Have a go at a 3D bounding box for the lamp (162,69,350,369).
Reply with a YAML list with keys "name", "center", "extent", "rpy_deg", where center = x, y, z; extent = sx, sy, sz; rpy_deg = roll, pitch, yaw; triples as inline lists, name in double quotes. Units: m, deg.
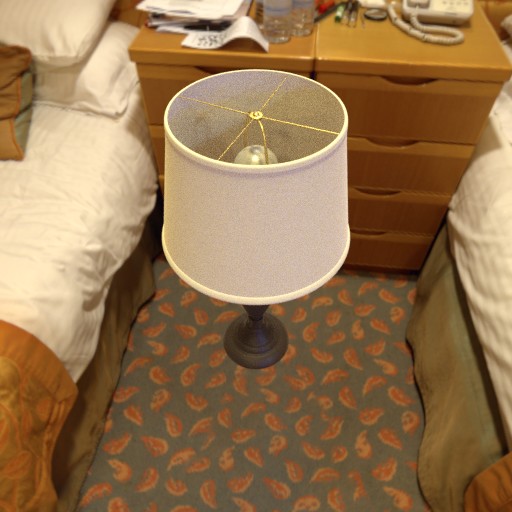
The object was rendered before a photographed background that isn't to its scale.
- name: "lamp"
  center: [0.000, 0.000, 0.852]
  extent: [0.335, 0.611, 0.335]
  rpy_deg: [0, 48, 0]
